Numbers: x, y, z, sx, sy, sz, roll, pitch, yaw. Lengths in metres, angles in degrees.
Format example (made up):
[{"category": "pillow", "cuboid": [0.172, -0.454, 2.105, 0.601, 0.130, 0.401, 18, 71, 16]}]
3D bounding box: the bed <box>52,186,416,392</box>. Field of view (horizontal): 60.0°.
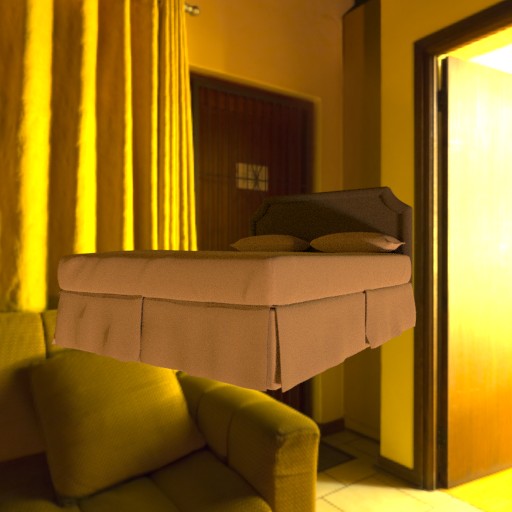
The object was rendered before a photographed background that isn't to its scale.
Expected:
[{"category": "bed", "cuboid": [0.000, 0.000, 3.616, 1.977, 1.306, 2.464, 0, 0, 35]}]
